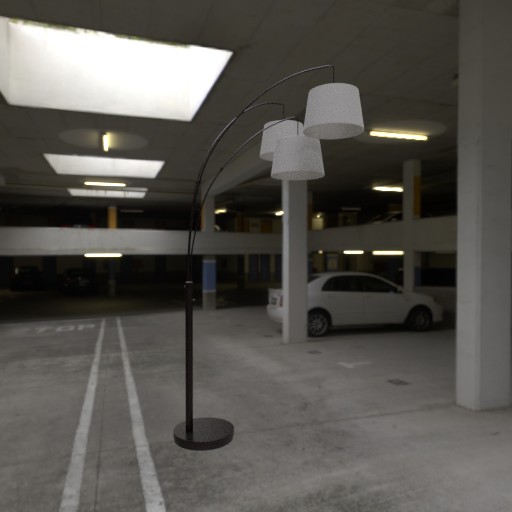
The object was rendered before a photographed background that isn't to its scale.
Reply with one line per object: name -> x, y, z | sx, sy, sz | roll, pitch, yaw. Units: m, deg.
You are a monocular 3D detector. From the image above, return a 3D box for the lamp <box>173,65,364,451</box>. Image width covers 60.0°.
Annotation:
lamp -> 0.000, 0.000, 2.480 | 0.924, 1.950, 0.951 | 0, 1, -18
